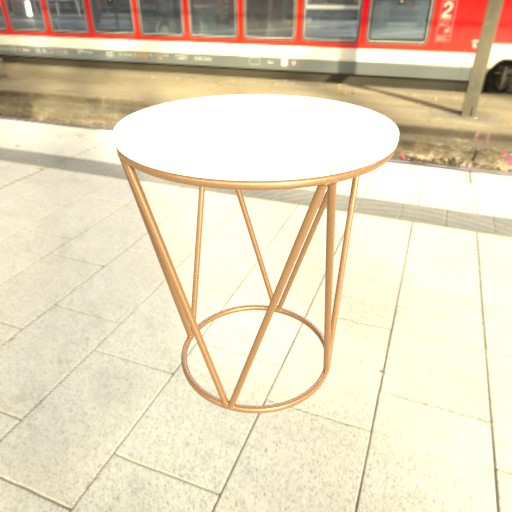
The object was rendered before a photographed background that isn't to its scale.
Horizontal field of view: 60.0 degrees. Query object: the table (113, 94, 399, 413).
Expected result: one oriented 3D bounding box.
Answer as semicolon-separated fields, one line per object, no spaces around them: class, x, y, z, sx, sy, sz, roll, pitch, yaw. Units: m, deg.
table;0.000;0.000;0.947;0.500;0.564;0.500;0;31;0
